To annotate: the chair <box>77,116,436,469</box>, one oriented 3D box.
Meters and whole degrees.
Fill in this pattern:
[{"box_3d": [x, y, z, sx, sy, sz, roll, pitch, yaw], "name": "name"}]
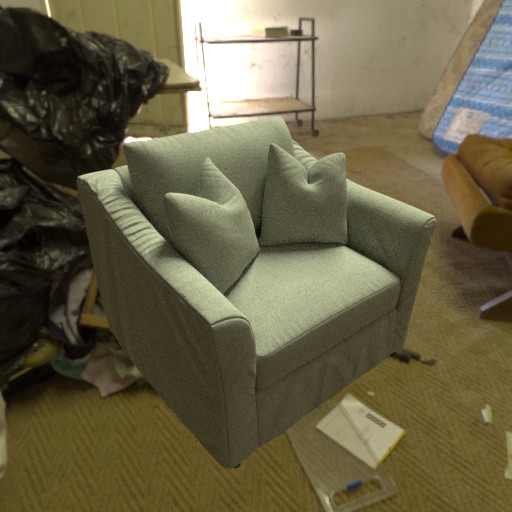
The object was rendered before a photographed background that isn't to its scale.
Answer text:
[{"box_3d": [0.000, 0.000, 2.053, 1.194, 1.059, 1.071, -22, 37, -33], "name": "chair"}]
